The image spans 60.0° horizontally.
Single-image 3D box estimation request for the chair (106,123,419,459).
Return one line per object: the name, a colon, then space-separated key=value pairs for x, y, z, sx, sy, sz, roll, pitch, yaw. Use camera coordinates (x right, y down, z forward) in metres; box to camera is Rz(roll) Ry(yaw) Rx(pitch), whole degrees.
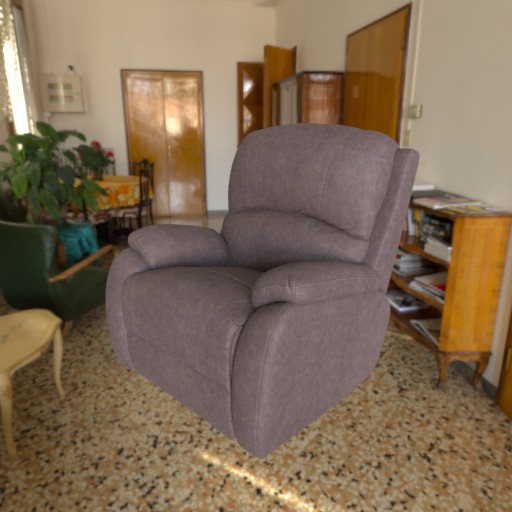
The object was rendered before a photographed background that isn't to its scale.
chair: x=0.000 y=0.000 z=1.753 sx=0.930 sy=1.011 sz=0.899 roll=15 pitch=22 yaw=42
